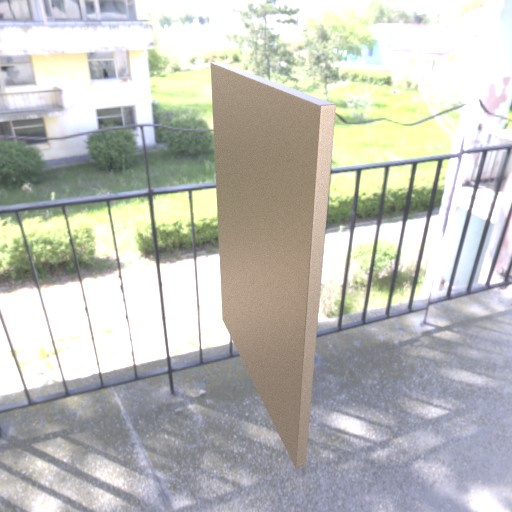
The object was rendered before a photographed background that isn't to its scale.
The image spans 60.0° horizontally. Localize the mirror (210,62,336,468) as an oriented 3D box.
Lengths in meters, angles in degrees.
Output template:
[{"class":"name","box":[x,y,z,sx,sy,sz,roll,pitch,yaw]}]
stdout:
[{"class":"mirror","box":[0.000,0.000,1.358,0.032,1.023,0.756,-10,31,-18]}]
